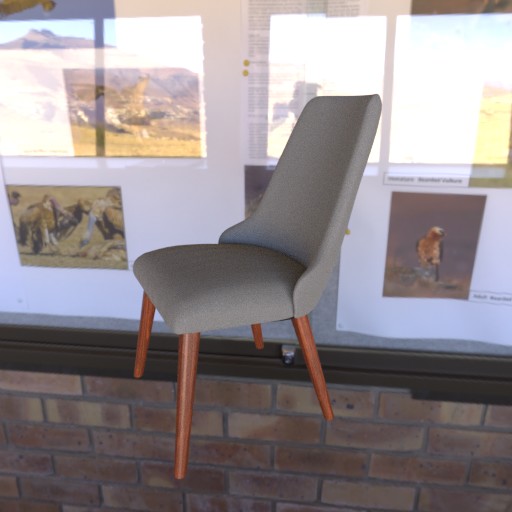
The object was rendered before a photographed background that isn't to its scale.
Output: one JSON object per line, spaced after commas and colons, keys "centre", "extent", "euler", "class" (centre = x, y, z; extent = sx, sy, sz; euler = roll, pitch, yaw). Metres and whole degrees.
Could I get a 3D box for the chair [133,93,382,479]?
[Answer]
{"centre": [0.000, 0.000, 1.329], "extent": [0.707, 0.918, 0.535], "euler": [-8, 20, -24], "class": "chair"}
